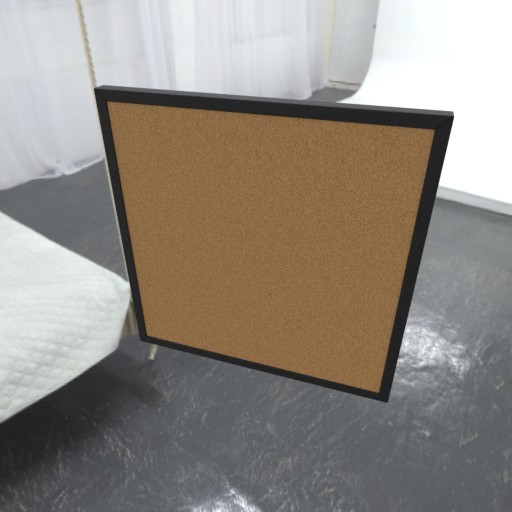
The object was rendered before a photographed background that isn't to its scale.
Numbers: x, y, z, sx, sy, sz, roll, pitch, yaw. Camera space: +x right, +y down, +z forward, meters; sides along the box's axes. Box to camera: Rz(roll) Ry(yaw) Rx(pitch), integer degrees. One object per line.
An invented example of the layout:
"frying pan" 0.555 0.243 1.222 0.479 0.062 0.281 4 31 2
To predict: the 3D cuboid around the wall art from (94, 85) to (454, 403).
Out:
"wall art" 0.000 0.000 1.113 0.763 0.763 0.037 10 33 16
